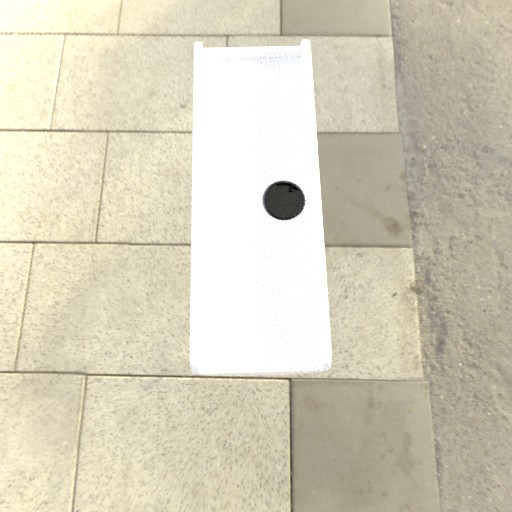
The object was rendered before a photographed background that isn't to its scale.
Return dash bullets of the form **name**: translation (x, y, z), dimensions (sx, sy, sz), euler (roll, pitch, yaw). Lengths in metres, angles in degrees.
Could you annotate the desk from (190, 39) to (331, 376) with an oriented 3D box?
- **desk**: translation (0.000, 0.000, 1.536), dimensions (0.278, 1.190, 0.795), euler (-1, 75, 0)
